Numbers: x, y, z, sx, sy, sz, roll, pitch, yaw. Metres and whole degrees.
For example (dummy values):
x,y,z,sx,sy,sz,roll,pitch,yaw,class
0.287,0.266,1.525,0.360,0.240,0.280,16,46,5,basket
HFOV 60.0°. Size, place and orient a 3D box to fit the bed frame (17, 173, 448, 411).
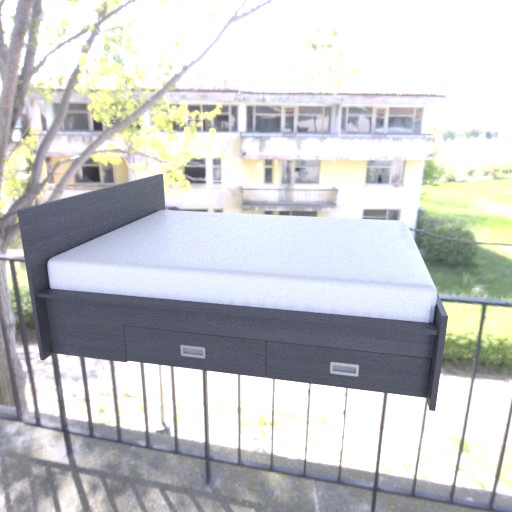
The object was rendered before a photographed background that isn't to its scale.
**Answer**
x,y,z,sx,sy,sz,roll,pitch,yaw,class
0.000,0.000,2.769,1.960,0.800,1.622,4,17,12,bed frame
